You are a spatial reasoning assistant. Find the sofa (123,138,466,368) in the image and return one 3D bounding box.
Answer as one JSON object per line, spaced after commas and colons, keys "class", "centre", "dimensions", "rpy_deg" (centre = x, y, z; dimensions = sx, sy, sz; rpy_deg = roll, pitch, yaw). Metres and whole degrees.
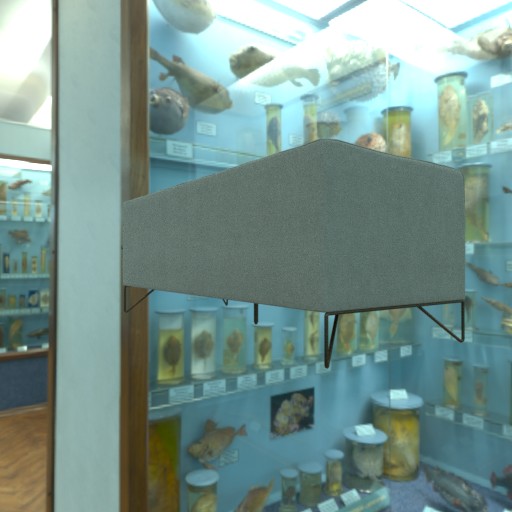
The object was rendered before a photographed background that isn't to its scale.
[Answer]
{"class": "sofa", "centre": [0.000, 0.000, 2.597], "dimensions": [0.912, 0.798, 2.079], "rpy_deg": [0, -1, -35]}
